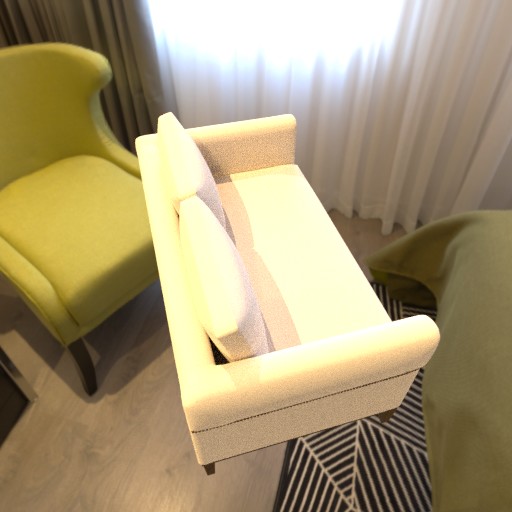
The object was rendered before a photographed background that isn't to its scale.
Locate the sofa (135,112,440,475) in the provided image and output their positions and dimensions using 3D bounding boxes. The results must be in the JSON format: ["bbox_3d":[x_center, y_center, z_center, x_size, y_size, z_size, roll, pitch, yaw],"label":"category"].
[{"bbox_3d":[0.000,0.000,2.115,0.905,0.873,1.598,-12,48,-11],"label":"sofa"}]
